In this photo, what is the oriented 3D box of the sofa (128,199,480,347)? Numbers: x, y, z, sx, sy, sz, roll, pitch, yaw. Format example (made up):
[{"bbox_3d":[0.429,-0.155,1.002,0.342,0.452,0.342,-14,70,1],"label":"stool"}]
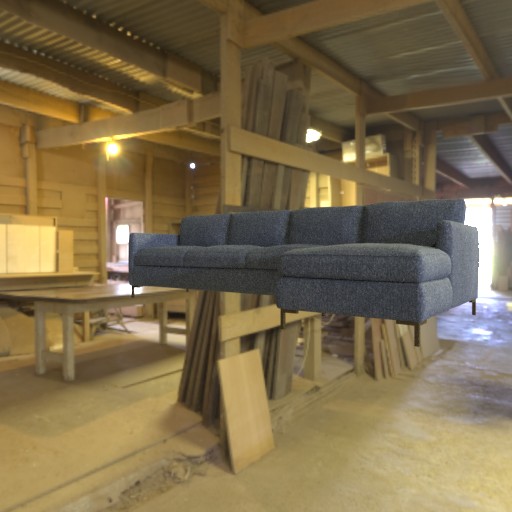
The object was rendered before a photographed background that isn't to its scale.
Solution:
[{"bbox_3d":[0.000,0.000,3.408,2.932,0.810,1.350,0,1,38],"label":"sofa"}]
